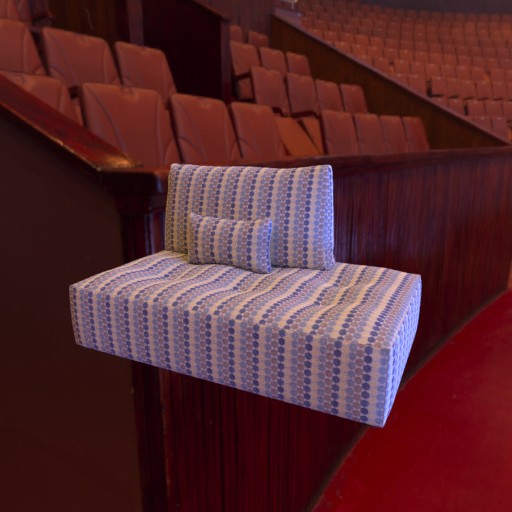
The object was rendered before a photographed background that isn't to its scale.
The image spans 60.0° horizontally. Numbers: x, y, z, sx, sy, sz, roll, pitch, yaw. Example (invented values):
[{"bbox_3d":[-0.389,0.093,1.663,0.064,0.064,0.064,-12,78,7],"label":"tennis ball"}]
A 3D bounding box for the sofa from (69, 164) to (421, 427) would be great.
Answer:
[{"bbox_3d":[0.000,0.000,2.103,1.450,0.820,1.000,7,17,25],"label":"sofa"}]
